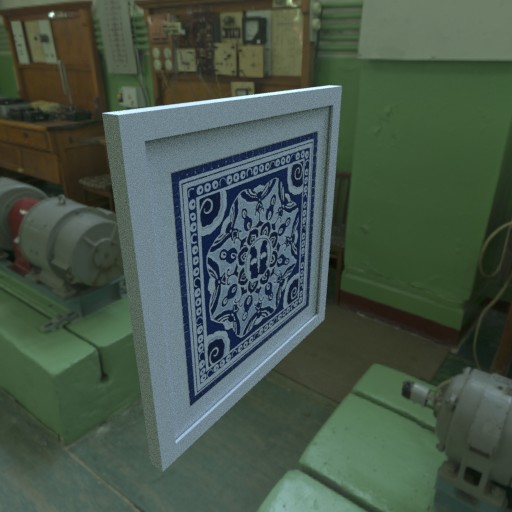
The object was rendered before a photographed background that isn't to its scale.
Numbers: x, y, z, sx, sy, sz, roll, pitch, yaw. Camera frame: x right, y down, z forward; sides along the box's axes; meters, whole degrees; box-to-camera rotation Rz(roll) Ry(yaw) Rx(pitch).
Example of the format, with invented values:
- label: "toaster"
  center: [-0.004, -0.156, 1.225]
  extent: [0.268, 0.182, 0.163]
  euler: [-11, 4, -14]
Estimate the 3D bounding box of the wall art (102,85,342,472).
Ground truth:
- label: "wall art"
  center: [0.000, 0.000, 0.819]
  extent: [0.028, 0.559, 0.559]
  euler: [17, 30, 32]
